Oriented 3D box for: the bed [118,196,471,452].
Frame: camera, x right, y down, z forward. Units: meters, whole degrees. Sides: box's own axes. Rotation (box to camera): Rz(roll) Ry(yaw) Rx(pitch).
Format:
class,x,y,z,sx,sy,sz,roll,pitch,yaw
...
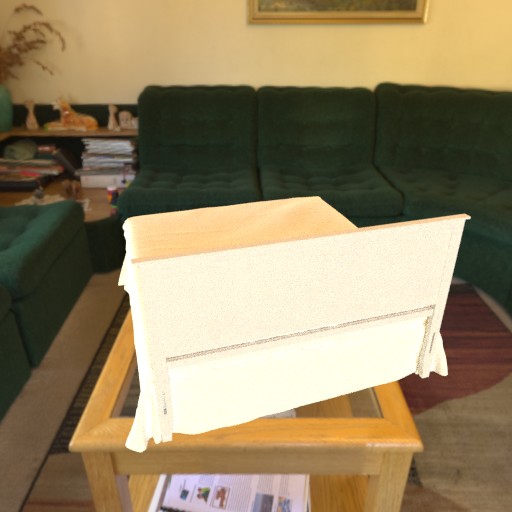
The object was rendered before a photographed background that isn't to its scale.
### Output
class,x,y,z,sx,sy,sz,roll,pitch,yaw
bed,0.000,0.000,3.609,2.317,1.273,2.215,-8,28,-15
